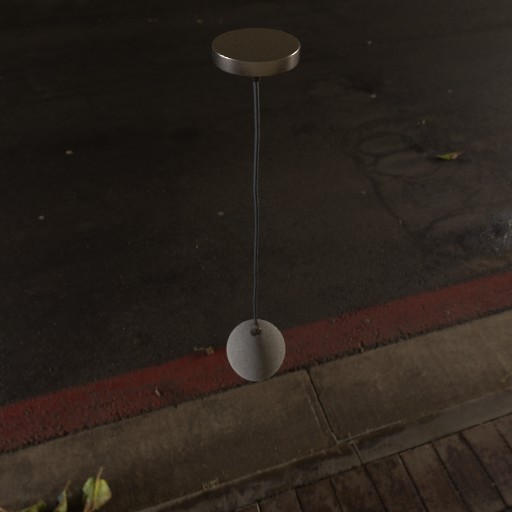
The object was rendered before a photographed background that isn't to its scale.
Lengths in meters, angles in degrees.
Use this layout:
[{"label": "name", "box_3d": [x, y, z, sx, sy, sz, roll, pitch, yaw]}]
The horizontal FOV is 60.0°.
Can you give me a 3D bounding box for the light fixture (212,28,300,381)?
[{"label": "light fixture", "box_3d": [0.000, 0.000, 0.830, 0.139, 0.764, 0.139, 11, 47, 10]}]
